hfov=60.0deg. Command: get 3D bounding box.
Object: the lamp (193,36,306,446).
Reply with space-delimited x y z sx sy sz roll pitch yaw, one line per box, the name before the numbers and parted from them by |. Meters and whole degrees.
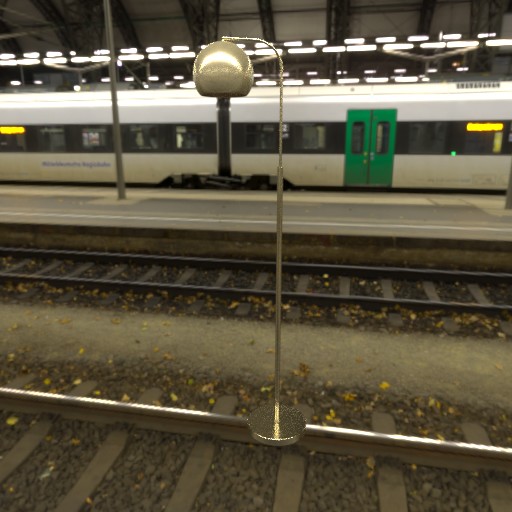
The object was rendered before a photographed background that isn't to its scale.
lamp | 0.000 0.000 1.690 0.431 1.526 0.250 -3 15 -10
